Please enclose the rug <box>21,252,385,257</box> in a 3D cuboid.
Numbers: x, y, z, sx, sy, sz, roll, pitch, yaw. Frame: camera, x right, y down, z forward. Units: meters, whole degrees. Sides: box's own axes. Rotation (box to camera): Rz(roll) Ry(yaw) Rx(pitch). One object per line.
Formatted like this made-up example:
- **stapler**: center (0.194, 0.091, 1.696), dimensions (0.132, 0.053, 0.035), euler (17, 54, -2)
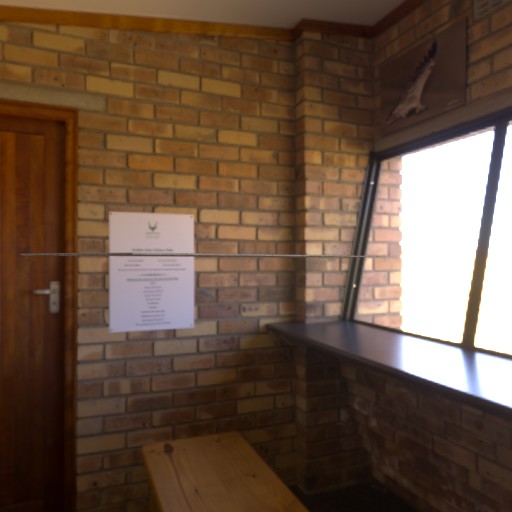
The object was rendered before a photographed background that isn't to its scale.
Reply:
- **rug**: center (0.000, 0.000, 2.485), dimensions (0.684, 0.009, 2.275), euler (0, 0, 36)
